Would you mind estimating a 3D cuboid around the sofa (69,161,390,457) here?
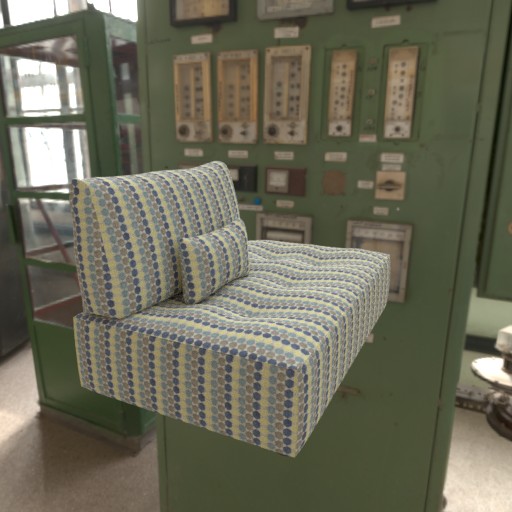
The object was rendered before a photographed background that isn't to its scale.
[{"bbox_3d":[0.000,0.000,2.035,1.000,0.820,1.450,7,16,25],"label":"sofa"}]
